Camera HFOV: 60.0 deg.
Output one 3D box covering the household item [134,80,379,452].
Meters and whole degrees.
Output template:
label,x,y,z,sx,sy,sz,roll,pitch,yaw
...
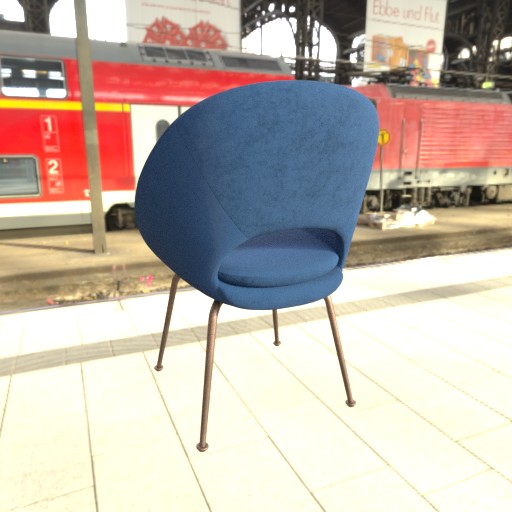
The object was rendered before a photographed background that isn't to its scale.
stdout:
label,x,y,z,sx,sy,sz,roll,pitch,yaw
household item,0.000,0.000,1.238,0.623,0.852,0.573,-6,15,-25
